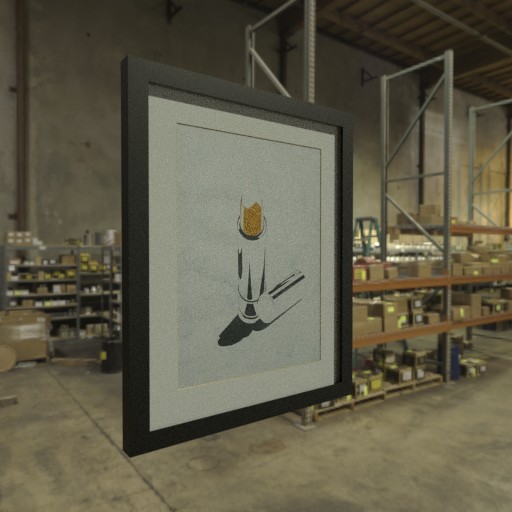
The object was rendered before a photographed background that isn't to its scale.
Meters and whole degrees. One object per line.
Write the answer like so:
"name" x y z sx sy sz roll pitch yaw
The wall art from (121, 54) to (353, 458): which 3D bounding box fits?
"wall art" 0.000 0.000 0.760 0.457 0.559 0.029 -1 1 -36
